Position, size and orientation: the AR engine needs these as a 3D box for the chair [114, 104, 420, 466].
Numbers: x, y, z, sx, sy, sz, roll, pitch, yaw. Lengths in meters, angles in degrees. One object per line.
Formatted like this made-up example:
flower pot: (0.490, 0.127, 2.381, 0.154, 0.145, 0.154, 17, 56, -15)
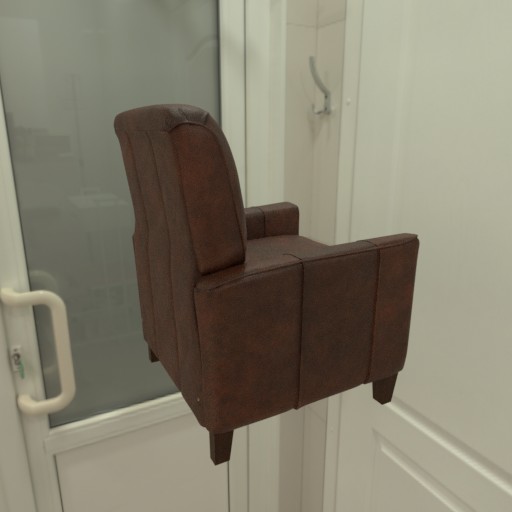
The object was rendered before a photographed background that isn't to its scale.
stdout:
chair: (0.000, 0.000, 1.650, 0.836, 1.043, 0.843, -8, 18, -27)
